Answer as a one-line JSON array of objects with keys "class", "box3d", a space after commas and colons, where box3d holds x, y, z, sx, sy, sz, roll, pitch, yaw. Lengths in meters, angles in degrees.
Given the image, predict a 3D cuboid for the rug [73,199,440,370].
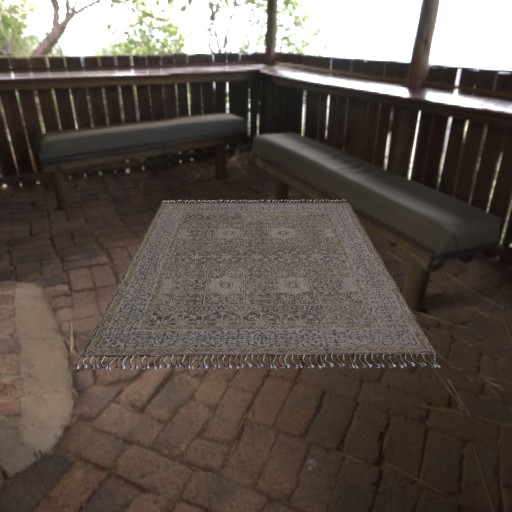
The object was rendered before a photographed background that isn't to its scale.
[{"class": "rug", "box3d": [0.000, 0.000, 4.368, 2.431, 0.017, 3.291, 0, 27, 0]}]
